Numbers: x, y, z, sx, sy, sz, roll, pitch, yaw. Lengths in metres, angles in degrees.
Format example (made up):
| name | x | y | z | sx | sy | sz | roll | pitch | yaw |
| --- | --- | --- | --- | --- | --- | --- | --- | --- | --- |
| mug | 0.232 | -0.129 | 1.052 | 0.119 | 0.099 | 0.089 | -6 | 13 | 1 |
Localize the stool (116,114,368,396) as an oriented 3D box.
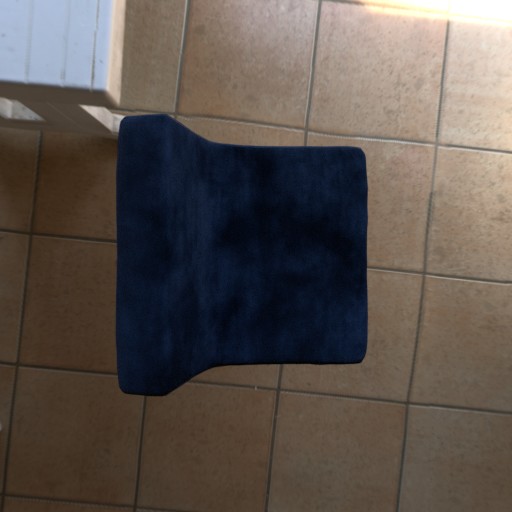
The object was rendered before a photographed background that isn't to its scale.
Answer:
| name | x | y | z | sx | sy | sz | roll | pitch | yaw |
| --- | --- | --- | --- | --- | --- | --- | --- | --- | --- |
| stool | 0.000 | 0.000 | 1.244 | 0.516 | 0.945 | 0.511 | 0 | 90 | -1 |
